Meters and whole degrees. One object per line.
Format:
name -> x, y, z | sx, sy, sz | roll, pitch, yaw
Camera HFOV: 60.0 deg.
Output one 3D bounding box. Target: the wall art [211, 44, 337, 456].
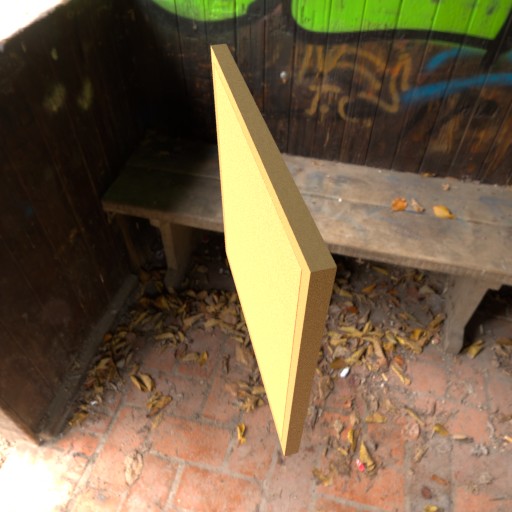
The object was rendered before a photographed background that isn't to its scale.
wall art -> 0.000, 0.000, 2.896 | 0.099, 1.926, 1.926 | -11, 49, -10
